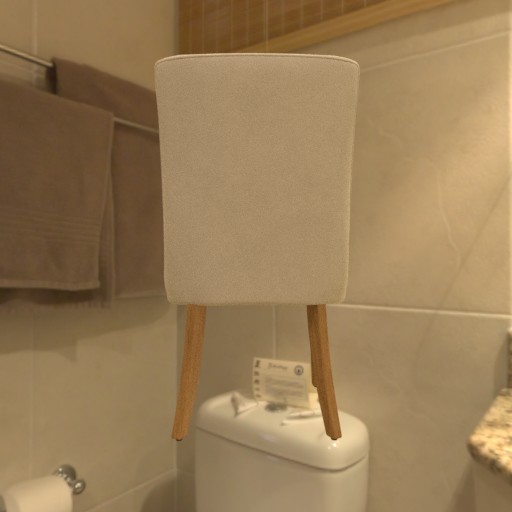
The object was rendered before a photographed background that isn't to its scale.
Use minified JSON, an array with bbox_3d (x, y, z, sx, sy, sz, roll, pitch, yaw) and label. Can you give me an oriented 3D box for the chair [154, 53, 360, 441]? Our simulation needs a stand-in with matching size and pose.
[{"bbox_3d":[0.000,0.000,1.260,0.495,0.902,0.610,0,-1,-1],"label":"chair"}]
